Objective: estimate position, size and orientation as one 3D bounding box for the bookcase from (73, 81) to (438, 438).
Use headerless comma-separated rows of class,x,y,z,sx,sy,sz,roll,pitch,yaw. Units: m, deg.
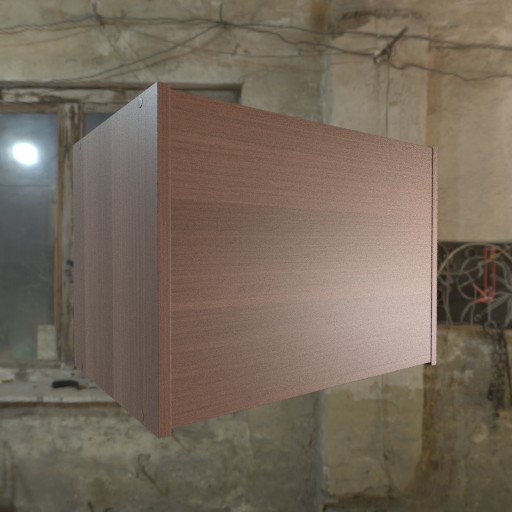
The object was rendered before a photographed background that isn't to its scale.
bookcase,0.000,0.000,0.617,0.415,0.305,0.290,-1,1,-36
